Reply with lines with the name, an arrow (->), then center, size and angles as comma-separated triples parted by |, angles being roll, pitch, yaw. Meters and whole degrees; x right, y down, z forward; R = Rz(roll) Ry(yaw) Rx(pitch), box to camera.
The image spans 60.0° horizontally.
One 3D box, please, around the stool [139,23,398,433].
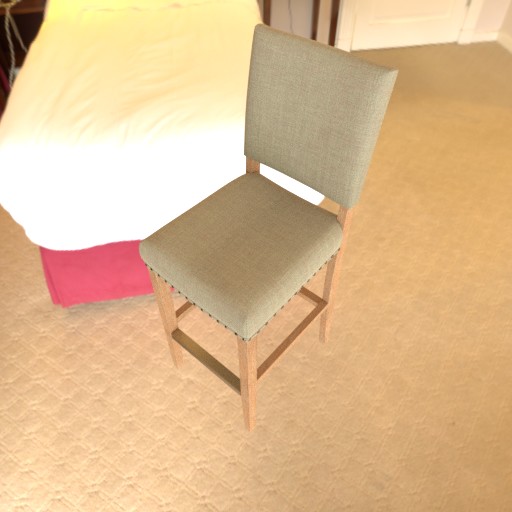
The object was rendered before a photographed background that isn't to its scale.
stool -> 0.000, 0.000, 1.460 | 0.445, 1.203, 0.585 | 33, 55, 26
